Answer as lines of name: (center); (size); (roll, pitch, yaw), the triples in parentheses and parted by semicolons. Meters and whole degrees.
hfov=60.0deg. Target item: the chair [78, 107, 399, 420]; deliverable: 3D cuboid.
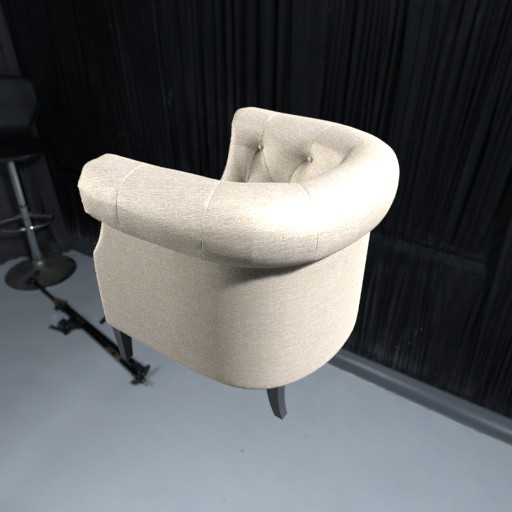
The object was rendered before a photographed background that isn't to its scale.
chair: (0.000, 0.000, 1.575); (0.852, 0.827, 0.905); (20, 37, 29)
